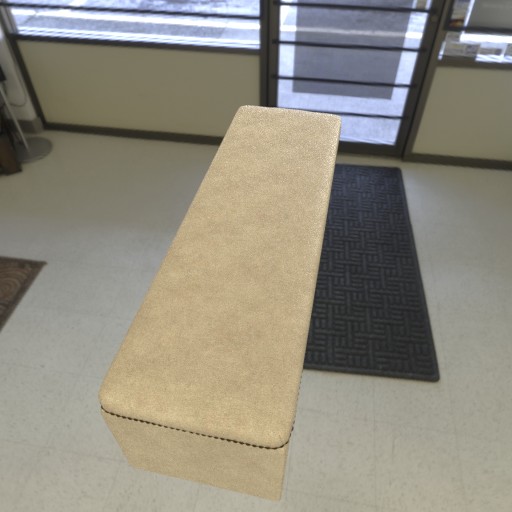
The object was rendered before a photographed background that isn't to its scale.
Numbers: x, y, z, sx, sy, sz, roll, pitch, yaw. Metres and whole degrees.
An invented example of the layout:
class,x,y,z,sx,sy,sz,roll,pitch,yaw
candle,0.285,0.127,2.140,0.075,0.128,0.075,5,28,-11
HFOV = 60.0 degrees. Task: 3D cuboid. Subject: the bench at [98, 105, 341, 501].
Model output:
class,x,y,z,sx,sy,sz,roll,pitch,yaw
bench,0.000,0.000,1.636,0.470,0.447,1.482,9,47,8
